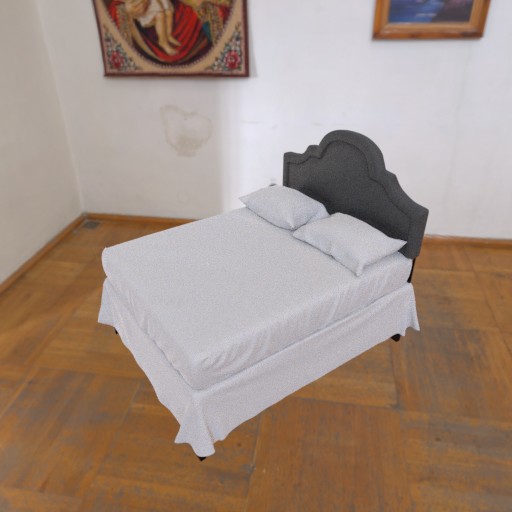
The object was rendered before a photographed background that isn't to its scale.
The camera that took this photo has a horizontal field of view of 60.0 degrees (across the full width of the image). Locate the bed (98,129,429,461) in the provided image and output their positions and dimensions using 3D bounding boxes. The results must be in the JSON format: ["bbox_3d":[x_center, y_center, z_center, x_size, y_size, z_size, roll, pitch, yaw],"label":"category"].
[{"bbox_3d":[0.000,0.000,3.466,2.222,1.634,1.780,-20,37,-30],"label":"bed"}]
